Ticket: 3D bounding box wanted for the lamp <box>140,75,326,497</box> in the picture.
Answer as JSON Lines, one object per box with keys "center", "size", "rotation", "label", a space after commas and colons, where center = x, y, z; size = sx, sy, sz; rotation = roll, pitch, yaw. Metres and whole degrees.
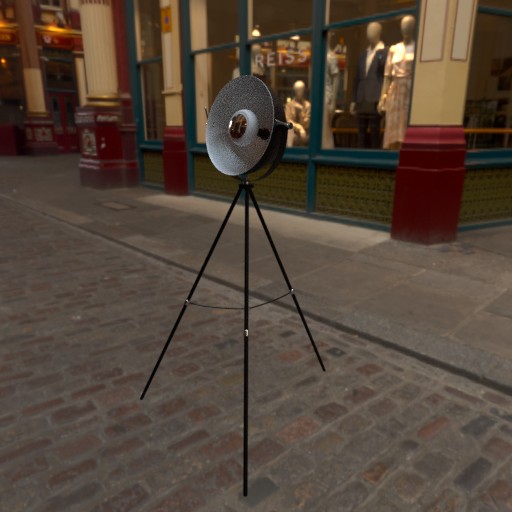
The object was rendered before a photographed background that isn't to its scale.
{"center": [0.000, 0.000, 2.014], "size": [0.920, 1.512, 0.817], "rotation": [-16, 24, -42], "label": "lamp"}
